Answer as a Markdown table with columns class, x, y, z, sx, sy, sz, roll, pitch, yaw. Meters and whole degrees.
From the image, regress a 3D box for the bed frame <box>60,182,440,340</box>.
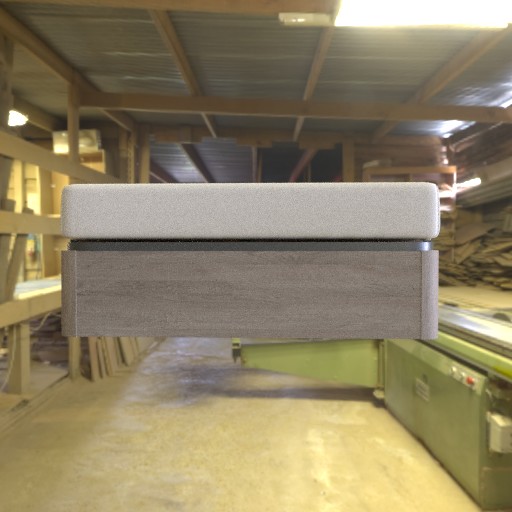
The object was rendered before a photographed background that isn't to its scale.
| class | x | y | z | sx | sy | sz | roll | pitch | yaw |
| --- | --- | --- | --- | --- | --- | --- | --- | --- | --- |
| bed frame | 0.000 | 0.000 | 2.533 | 1.400 | 0.561 | 1.900 | 0 | 1 | 2 |
